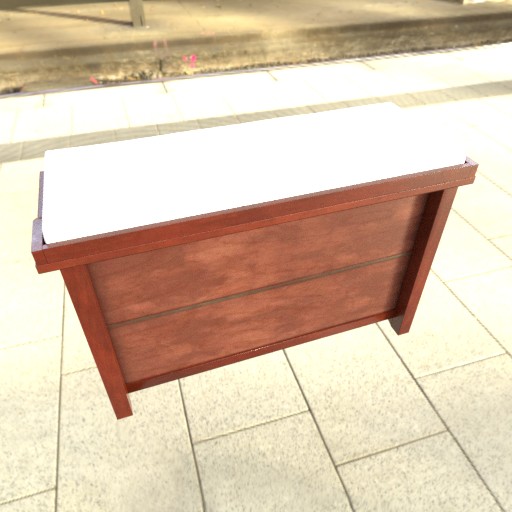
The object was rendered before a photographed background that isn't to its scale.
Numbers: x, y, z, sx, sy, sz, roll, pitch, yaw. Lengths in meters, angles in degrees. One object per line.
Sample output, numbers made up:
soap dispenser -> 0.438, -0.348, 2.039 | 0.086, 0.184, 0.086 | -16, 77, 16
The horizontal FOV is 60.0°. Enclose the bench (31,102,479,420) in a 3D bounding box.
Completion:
bench -> 0.000, 0.000, 1.239 | 0.987, 0.646, 0.369 | -13, 42, -15
